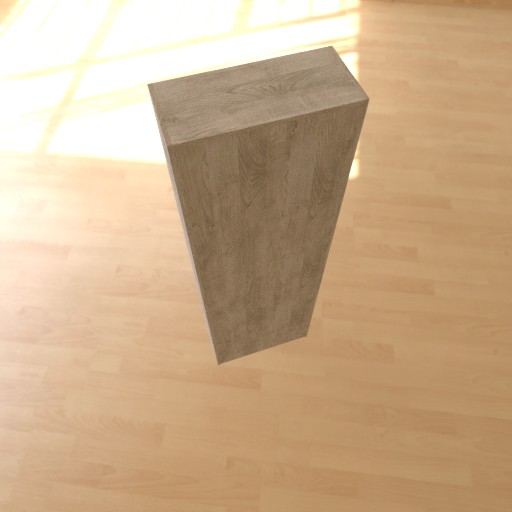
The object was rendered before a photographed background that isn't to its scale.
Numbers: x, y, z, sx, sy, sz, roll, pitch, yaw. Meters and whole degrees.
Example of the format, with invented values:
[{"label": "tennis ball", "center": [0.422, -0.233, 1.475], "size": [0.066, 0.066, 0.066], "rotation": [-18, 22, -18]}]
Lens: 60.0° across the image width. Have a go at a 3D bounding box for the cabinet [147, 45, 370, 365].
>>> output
[{"label": "cabinet", "center": [0.000, 0.000, 1.828], "size": [0.520, 1.630, 0.250], "rotation": [-16, 60, -10]}]
